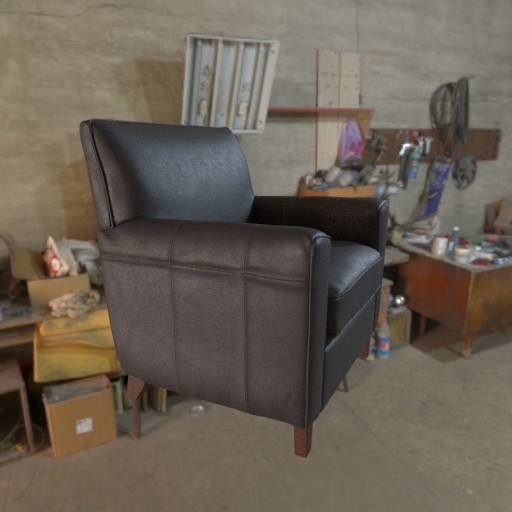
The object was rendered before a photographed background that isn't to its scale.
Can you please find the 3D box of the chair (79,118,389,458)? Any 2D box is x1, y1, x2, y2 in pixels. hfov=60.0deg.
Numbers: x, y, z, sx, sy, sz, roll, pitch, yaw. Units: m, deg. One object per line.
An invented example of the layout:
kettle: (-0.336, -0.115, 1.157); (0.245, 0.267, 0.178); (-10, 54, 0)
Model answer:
chair: (0.000, 0.000, 1.620); (0.825, 0.943, 0.870); (7, 16, 27)
